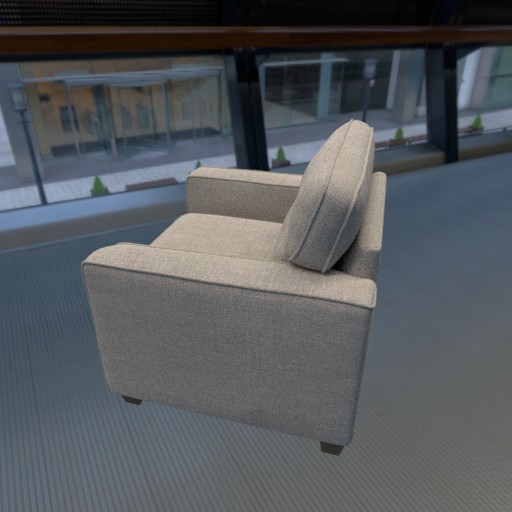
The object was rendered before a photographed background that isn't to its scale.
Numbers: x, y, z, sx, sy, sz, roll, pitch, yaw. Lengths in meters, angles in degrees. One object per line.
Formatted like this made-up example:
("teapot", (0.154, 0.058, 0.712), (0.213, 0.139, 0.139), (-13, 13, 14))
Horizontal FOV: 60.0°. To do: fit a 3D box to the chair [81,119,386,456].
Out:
("chair", (0.000, 0.000, 1.781), (0.939, 0.965, 1.015), (8, 30, 14))
